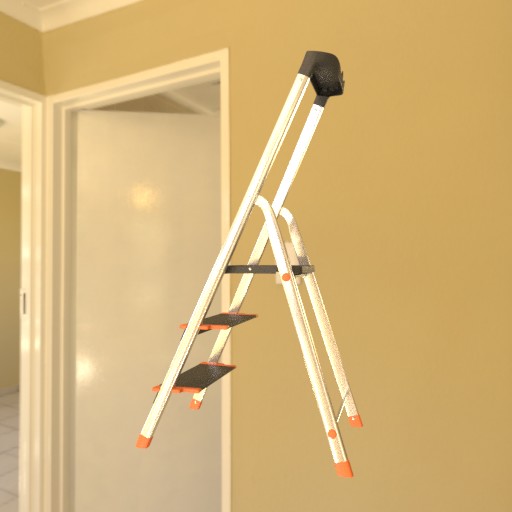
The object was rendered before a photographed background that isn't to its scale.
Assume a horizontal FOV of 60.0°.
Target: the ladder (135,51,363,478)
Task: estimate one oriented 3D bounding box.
[{"bbox_3d":[0.000,0.000,1.523,0.686,1.229,0.416,0,-1,17],"label":"ladder"}]
